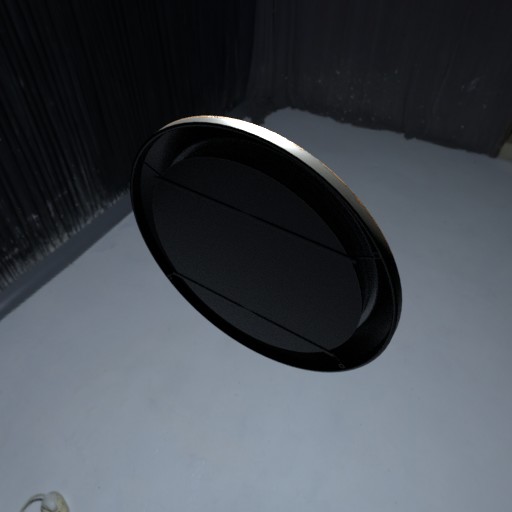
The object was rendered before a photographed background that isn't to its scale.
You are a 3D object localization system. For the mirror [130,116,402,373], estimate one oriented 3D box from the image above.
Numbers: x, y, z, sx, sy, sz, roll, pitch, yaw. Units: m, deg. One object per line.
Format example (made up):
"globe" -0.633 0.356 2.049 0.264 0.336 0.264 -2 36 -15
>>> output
"mirror" 0.000 0.000 1.348 0.907 0.907 0.111 25 51 22
